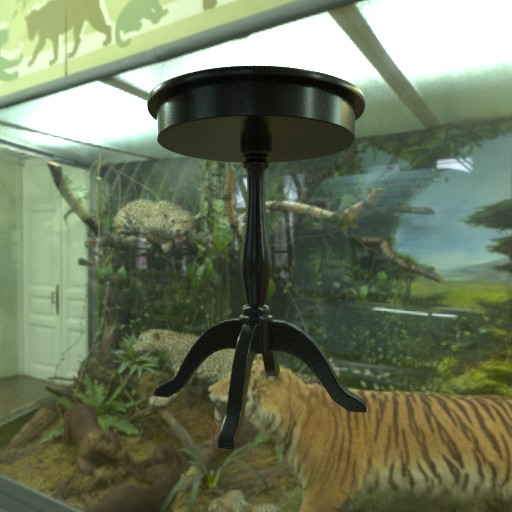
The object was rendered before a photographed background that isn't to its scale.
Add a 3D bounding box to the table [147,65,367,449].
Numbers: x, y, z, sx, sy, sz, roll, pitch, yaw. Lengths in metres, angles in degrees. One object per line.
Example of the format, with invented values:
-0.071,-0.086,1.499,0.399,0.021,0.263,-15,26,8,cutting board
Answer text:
0.000,0.000,1.002,0.481,0.665,0.481,0,1,0,table
